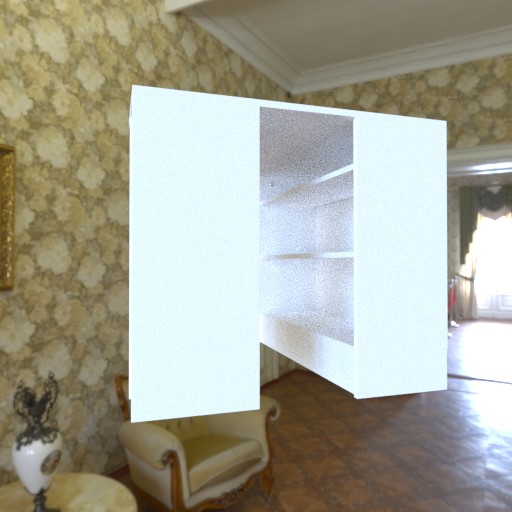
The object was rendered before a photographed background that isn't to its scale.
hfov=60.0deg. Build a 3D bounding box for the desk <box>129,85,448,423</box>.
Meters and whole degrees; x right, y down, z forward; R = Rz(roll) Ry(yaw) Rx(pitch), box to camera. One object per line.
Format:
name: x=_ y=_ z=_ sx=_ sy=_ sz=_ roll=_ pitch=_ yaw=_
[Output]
desk: x=0.000 y=0.000 z=1.660 sx=0.926 sy=0.818 sz=0.940 roll=0 pitch=-1 yaw=-17
